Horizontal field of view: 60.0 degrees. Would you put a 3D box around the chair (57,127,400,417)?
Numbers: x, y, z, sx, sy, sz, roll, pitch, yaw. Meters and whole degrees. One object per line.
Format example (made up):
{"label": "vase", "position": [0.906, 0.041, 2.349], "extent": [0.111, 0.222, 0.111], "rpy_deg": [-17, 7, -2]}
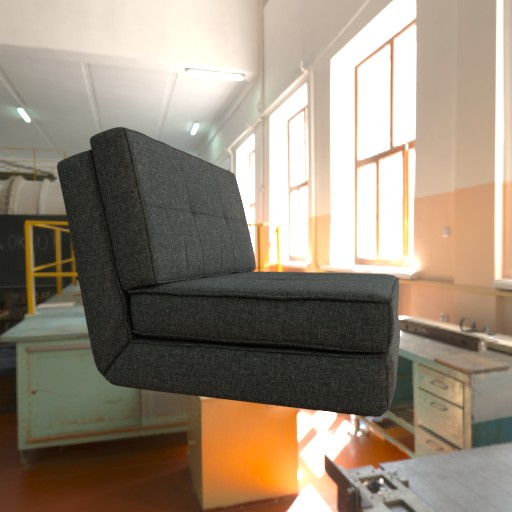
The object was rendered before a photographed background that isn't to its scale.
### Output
{"label": "chair", "position": [0.000, 0.000, 1.294], "extent": [0.800, 0.615, 0.740], "rpy_deg": [0, 1, 19]}
